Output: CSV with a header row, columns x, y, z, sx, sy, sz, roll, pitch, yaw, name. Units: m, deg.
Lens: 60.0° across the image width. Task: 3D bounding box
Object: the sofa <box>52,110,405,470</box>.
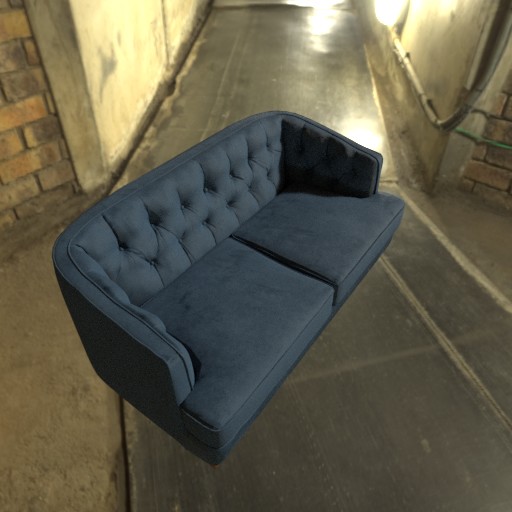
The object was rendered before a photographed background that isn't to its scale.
x,y,z,sx,sy,sz,roll,pitch,yaw,name
0.000,0.000,2.230,0.941,0.854,1.733,25,47,26,sofa
